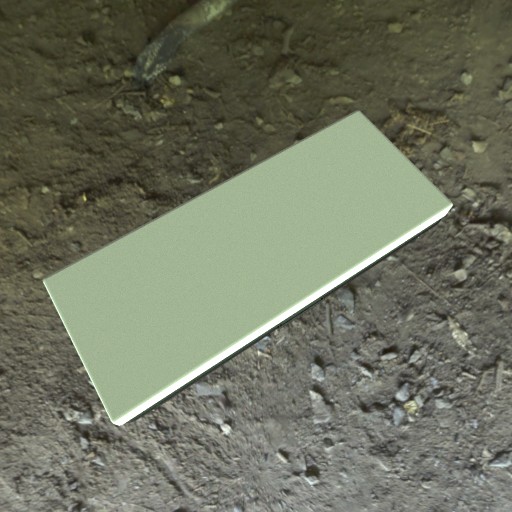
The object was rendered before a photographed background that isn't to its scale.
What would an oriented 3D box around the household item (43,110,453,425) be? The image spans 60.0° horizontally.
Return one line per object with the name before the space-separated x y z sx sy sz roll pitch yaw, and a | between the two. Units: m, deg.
household item | 0.000 0.000 2.260 1.905 0.356 0.787 -31 68 -14
